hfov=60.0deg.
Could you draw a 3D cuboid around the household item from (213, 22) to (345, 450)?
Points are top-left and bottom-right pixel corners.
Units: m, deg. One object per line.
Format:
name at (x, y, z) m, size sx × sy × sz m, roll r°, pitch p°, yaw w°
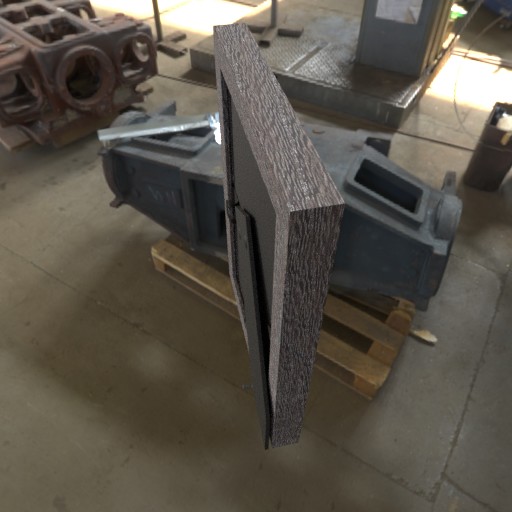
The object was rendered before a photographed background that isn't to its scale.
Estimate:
household item at (0.000, 0.000, 0.230) m, size 0.020 × 0.180 × 0.133 m, roll -10°, pitch 48°, yaw -9°
